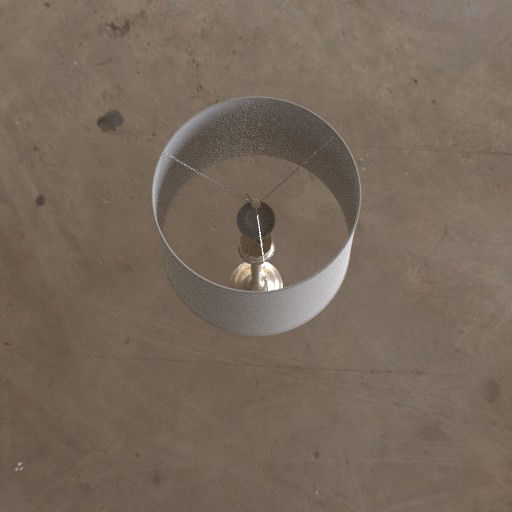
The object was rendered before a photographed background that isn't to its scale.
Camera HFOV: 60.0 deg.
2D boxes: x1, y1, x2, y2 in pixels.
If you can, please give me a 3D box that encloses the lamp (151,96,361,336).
[{"bbox_3d":[0.000,0.000,0.890,0.331,0.698,0.331,0,76,0],"label":"lamp"}]
